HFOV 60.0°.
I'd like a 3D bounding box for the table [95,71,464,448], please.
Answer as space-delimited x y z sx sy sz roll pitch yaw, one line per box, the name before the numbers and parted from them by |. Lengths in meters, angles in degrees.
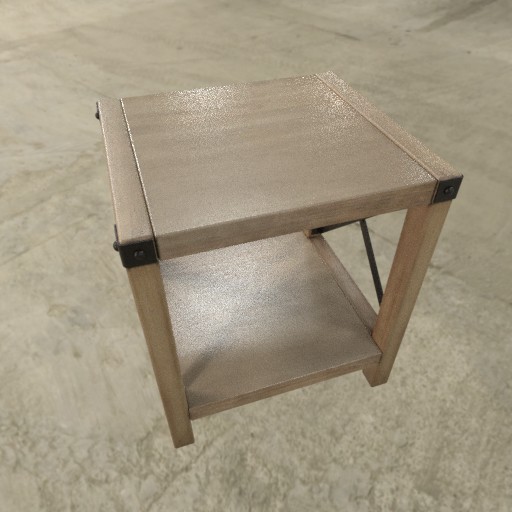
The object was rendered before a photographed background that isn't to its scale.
table | 0.000 0.000 0.932 0.510 0.561 0.459 -12 44 -13
